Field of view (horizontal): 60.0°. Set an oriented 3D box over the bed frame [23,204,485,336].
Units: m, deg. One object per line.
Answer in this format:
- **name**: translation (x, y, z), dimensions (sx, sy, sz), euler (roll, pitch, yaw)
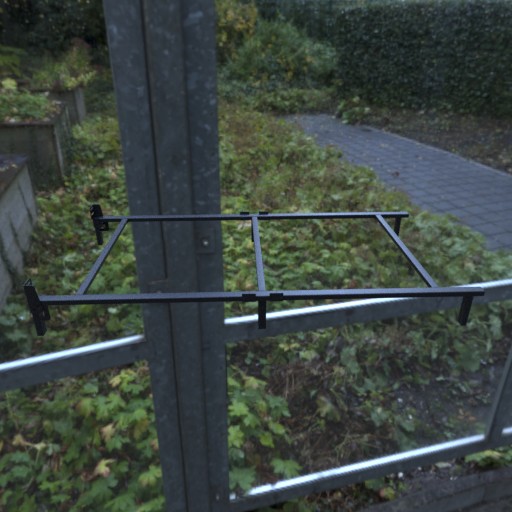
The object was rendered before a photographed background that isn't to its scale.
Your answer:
- **bed frame**: translation (0.000, 0.000, 2.284), dimensions (1.897, 0.248, 0.968), euler (-1, 26, -2)
